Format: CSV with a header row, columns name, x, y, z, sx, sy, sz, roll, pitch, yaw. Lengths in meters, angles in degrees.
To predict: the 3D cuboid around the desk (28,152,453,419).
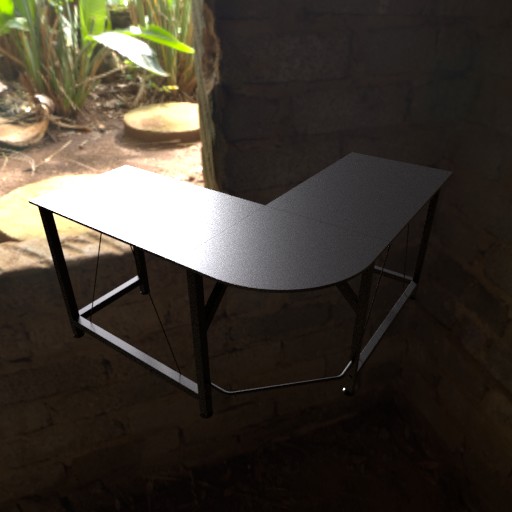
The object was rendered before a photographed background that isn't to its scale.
name,x,y,z,sx,sy,sz,roll,pitch,yaw
desk,0.000,0.000,2.240,1.400,0.762,1.400,20,36,29
